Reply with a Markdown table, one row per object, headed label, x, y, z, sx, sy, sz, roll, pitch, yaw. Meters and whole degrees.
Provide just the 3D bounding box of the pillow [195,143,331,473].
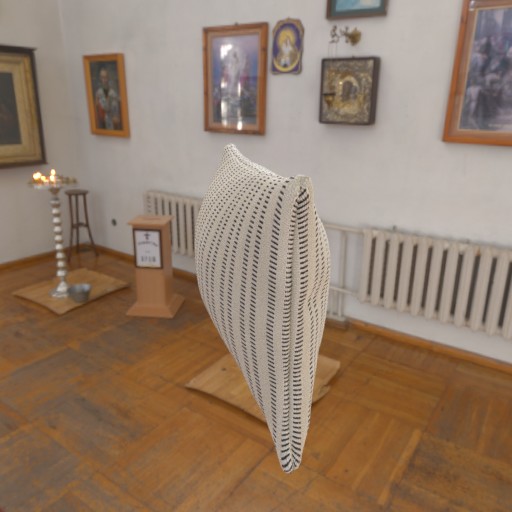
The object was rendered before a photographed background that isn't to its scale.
| label | x | y | z | sx | sy | sz | roll | pitch | yaw |
| --- | --- | --- | --- | --- | --- | --- | --- | --- | --- |
| pillow | 0.000 | 0.000 | 0.777 | 0.210 | 0.353 | 0.640 | -3 | 17 | -9 |
